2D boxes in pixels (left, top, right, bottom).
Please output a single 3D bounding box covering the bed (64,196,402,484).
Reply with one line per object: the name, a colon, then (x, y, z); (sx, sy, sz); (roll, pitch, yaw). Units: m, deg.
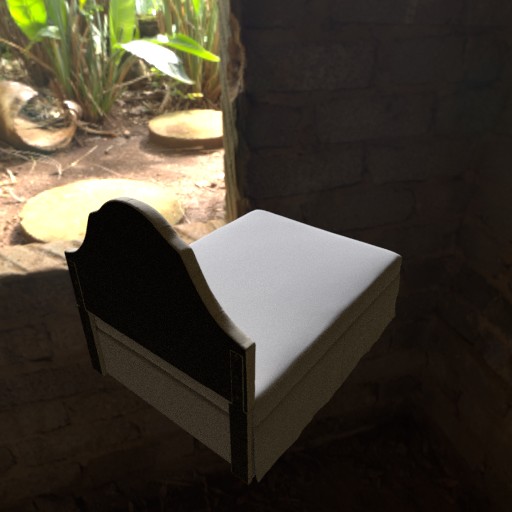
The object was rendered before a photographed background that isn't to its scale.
bed: (0.000, 0.000, 3.290); (1.627, 1.575, 2.092); (21, 36, 32)
